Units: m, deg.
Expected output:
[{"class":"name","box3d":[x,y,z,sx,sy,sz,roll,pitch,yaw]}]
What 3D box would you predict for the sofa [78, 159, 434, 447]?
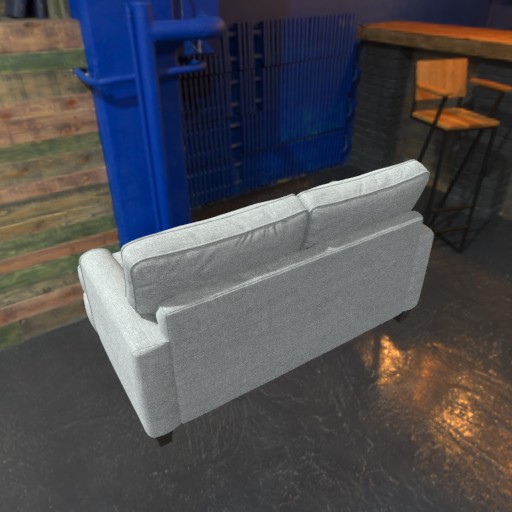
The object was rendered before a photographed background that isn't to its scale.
[{"class":"sofa","box3d":[0.000,0.000,2.315,1.651,0.965,0.965,-19,37,-27]}]
